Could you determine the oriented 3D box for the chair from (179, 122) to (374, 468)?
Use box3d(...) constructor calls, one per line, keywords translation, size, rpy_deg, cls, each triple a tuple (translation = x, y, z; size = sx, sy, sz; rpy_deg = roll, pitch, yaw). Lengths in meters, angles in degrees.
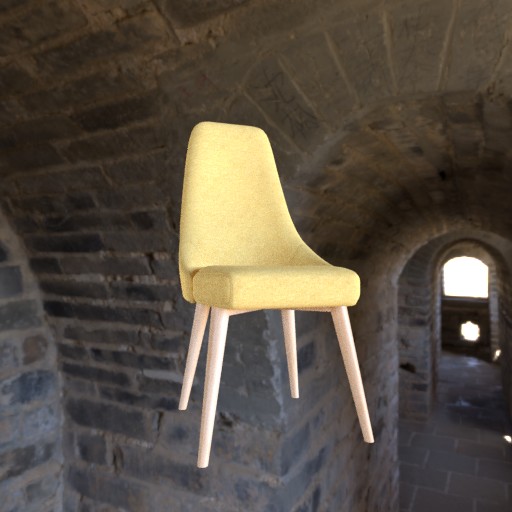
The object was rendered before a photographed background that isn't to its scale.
box3d(translation=(0.000, 0.000, 1.424), size=(0.510, 1.040, 0.660), rpy_deg=(0, -2, -19), cls="chair")
